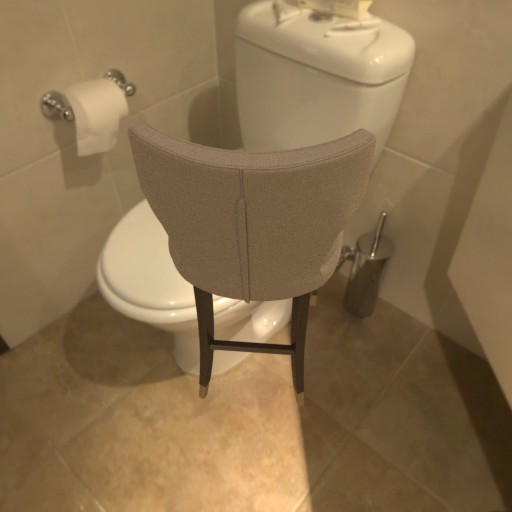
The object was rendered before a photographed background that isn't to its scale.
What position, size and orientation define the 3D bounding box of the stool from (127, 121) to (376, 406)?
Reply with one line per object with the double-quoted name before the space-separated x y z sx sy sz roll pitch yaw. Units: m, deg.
"stool" 0.000 0.000 1.394 0.526 1.092 0.563 3 47 3
